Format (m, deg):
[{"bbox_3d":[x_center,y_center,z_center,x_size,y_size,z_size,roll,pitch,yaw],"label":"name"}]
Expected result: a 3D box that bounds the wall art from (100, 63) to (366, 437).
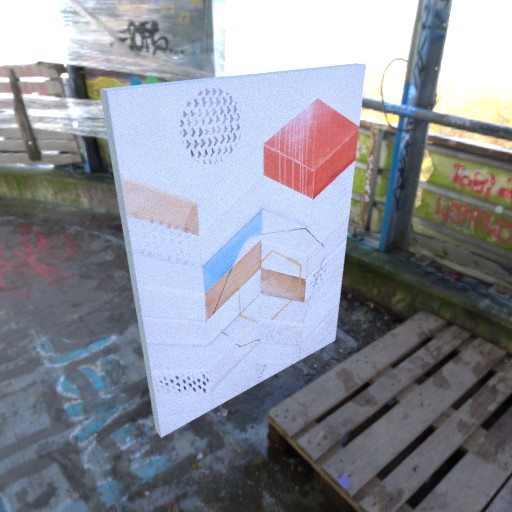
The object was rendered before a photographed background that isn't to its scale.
[{"bbox_3d":[0.000,0.000,1.597,0.914,1.221,0.046,-20,35,-31],"label":"wall art"}]
